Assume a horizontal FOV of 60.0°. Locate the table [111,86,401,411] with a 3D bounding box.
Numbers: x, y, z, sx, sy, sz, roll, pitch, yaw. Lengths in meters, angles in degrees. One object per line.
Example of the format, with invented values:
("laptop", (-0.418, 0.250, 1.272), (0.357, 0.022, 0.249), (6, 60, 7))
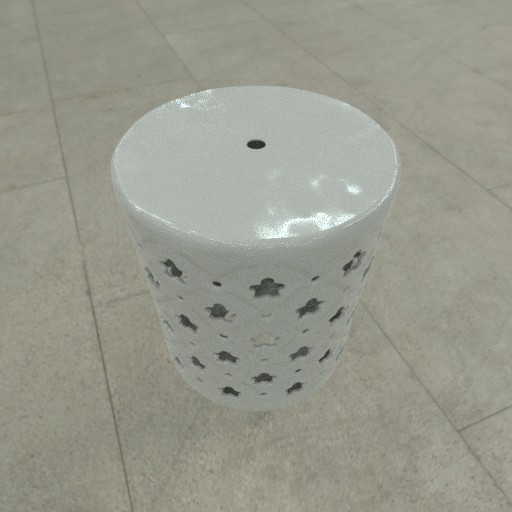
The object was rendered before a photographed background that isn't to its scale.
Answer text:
("table", (0.000, 0.000, 0.675), (0.352, 0.387, 0.352), (0, 45, 0))
